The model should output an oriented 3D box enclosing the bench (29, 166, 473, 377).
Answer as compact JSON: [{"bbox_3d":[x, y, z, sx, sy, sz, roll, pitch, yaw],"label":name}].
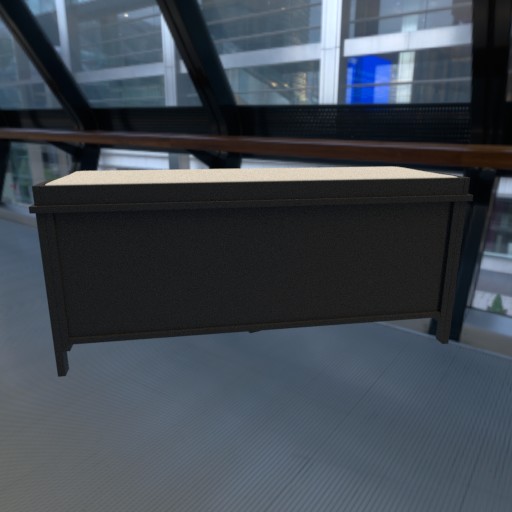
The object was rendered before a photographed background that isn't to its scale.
[{"bbox_3d":[0.000,0.000,1.366,1.140,0.501,0.398,-3,16,-9],"label":"bench"}]
